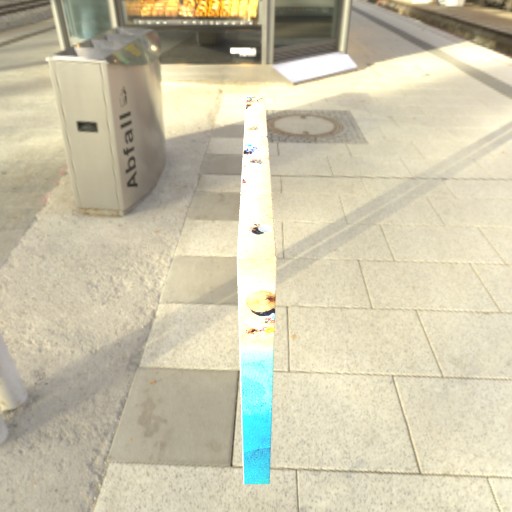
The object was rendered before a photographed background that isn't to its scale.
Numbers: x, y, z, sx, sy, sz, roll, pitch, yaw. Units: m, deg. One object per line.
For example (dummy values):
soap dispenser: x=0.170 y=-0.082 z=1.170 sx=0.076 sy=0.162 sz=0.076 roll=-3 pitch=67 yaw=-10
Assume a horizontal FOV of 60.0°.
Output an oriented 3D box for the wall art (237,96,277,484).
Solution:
wall art: x=0.000 y=0.000 z=1.167 sx=0.057 sy=0.595 sz=0.894 roll=0 pitch=34 yaw=0
